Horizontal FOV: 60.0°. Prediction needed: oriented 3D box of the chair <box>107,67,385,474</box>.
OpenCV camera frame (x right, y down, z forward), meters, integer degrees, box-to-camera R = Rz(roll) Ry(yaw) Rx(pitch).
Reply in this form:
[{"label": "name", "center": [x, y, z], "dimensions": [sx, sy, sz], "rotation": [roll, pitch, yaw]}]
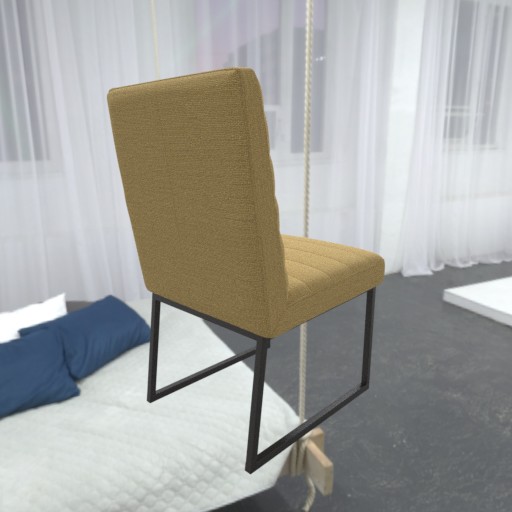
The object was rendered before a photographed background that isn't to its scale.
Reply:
[{"label": "chair", "center": [0.000, 0.000, 1.304], "dimensions": [0.520, 0.930, 0.634], "rotation": [13, 19, 43]}]
